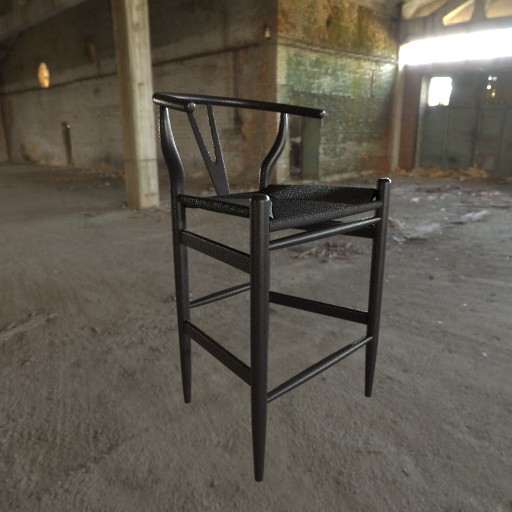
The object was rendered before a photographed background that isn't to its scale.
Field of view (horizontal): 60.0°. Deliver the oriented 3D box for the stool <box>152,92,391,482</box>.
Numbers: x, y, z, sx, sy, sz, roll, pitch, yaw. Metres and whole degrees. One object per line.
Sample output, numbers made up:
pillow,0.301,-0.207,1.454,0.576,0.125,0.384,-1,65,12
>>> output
stool,0.000,0.000,1.361,0.579,0.970,0.569,14,21,43
